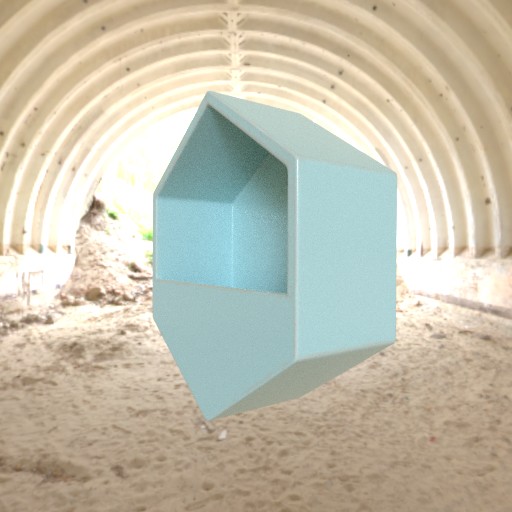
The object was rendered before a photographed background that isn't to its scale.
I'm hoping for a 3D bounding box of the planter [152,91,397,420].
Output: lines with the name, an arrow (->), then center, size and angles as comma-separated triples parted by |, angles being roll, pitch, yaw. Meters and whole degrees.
planter -> 0.000, 0.000, 0.300 | 0.078, 0.207, 0.169 | -1, 1, -36
